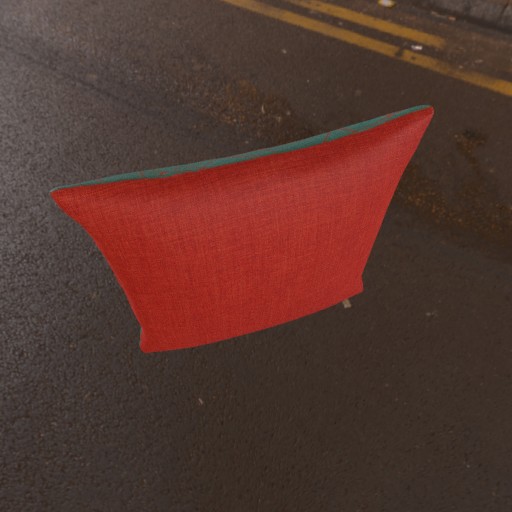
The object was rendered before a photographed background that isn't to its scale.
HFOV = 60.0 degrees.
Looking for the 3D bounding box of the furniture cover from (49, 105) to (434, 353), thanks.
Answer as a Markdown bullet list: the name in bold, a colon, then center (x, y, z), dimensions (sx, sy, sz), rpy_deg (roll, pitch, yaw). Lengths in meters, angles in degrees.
- **furniture cover**: center (0.000, 0.000, 0.778), dimensions (0.517, 0.508, 0.158), rpy_deg (-15, 57, -10)
